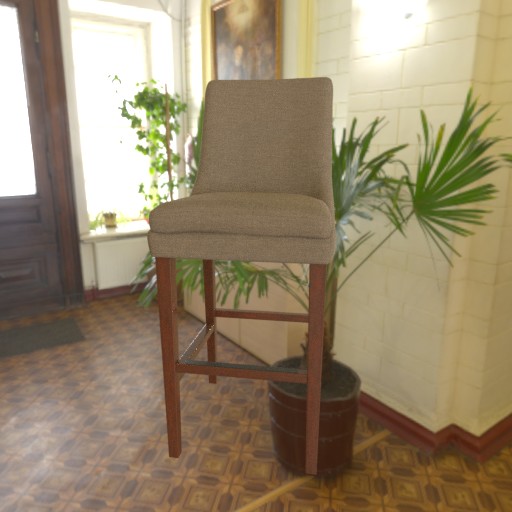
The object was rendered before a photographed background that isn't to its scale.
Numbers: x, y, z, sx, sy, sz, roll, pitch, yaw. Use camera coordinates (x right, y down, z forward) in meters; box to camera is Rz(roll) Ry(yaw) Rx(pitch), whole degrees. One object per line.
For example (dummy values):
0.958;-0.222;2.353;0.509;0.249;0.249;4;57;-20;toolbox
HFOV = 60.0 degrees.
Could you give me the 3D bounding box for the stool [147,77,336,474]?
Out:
0.000;0.000;1.348;0.470;1.078;0.577;2;14;9;stool
